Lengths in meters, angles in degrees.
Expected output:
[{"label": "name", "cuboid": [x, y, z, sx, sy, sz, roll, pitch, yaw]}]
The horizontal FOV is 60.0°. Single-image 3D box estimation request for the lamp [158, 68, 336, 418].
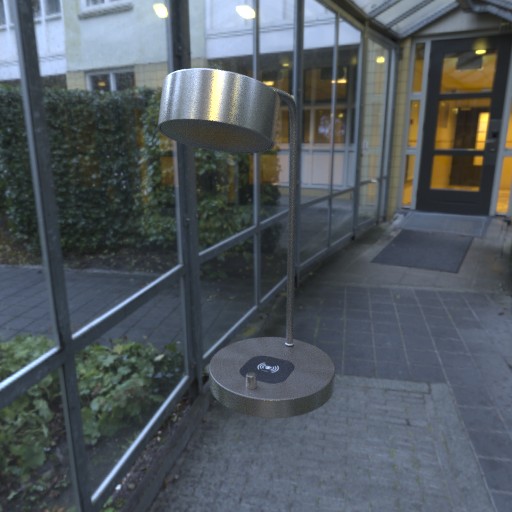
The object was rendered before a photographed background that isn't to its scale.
[{"label": "lamp", "cuboid": [0.000, 0.000, 0.639, 0.211, 0.469, 0.334, 7, 17, 25]}]
